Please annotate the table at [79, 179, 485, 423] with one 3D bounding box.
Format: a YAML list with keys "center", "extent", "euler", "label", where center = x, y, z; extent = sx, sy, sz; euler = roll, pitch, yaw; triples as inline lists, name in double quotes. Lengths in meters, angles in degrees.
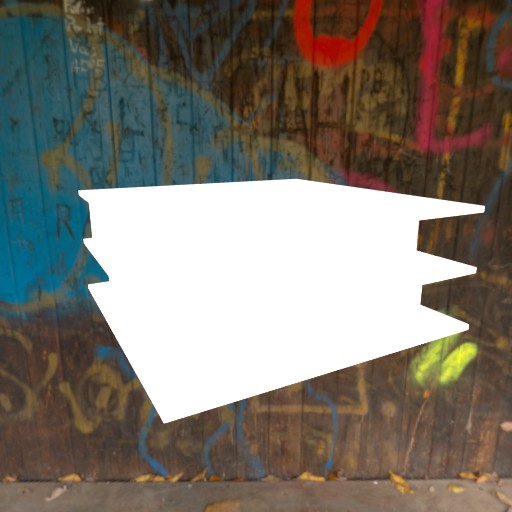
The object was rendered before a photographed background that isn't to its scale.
- center: [0.000, 0.000, 1.092]
  extent: [0.700, 0.289, 0.700]
  euler: [-8, 17, -28]
  label: "table"
